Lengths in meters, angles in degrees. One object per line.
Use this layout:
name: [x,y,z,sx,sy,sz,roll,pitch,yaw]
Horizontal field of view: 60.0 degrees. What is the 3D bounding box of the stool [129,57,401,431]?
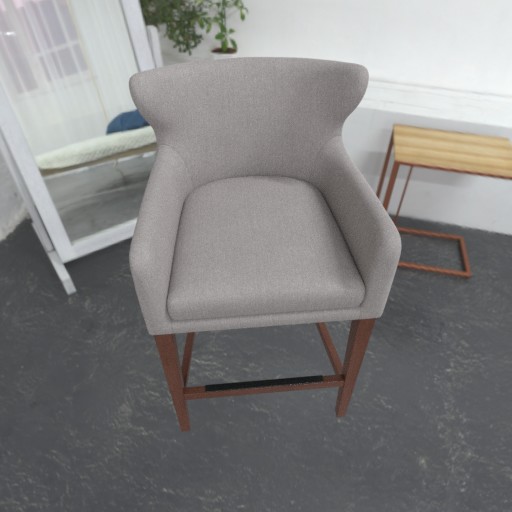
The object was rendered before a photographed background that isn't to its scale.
stool: [0.000,0.000,1.274,0.575,0.951,0.575,-4,45,-4]
